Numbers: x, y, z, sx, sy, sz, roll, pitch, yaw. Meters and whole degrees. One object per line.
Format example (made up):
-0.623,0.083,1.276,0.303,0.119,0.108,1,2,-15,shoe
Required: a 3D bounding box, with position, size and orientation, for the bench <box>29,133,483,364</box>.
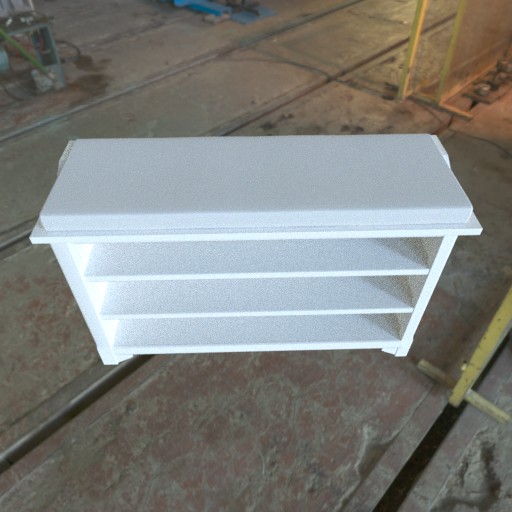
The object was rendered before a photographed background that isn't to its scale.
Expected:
0.000,0.000,1.260,0.987,0.589,0.346,-1,45,-1,bench
